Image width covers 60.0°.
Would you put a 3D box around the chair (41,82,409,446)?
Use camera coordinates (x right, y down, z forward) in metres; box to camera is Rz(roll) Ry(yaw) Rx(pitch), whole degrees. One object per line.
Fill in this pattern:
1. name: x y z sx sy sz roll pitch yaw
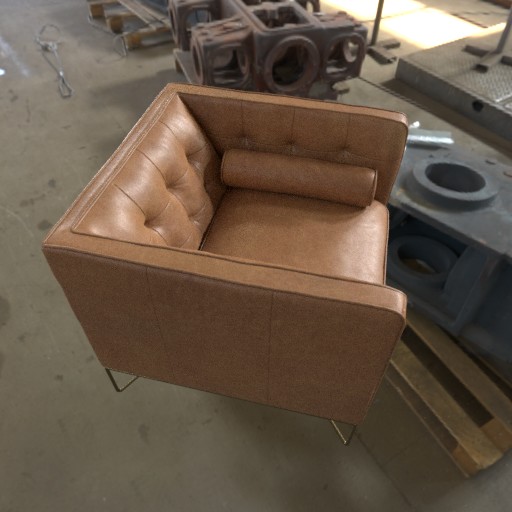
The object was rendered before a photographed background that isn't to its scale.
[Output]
1. chair: 0.000 0.000 1.602 0.912 0.797 0.920 10 48 9
